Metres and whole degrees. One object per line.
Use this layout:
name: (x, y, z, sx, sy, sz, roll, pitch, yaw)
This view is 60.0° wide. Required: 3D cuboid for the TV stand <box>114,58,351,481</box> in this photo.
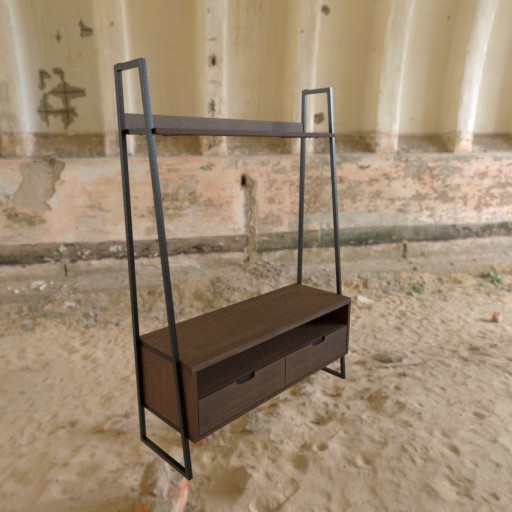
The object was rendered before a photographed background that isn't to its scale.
TV stand: (0.000, 0.000, 2.322, 0.432, 1.772, 1.250, 13, 19, 43)
